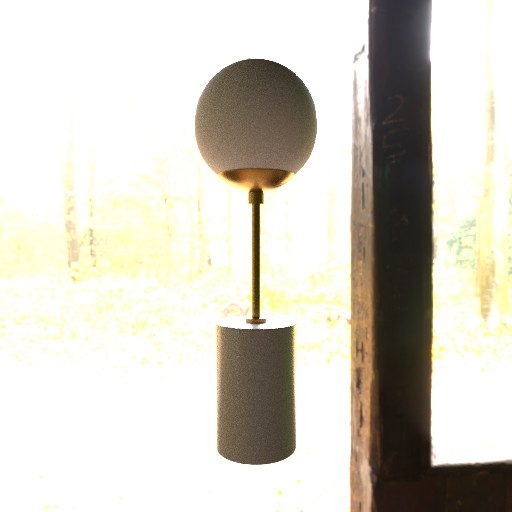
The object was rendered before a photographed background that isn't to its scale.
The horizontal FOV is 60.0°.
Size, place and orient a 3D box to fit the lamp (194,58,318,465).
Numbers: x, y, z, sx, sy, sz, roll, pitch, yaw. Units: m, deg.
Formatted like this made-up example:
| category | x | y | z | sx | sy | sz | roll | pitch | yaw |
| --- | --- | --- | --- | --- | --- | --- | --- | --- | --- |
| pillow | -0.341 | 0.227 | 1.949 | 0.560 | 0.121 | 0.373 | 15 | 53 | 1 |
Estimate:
| category | x | y | z | sx | sy | sz | roll | pitch | yaw |
| --- | --- | --- | --- | --- | --- | --- | --- | --- | --- |
| lamp | 0.000 | 0.000 | 0.556 | 0.153 | 0.480 | 0.153 | 0 | 1 | 0 |
